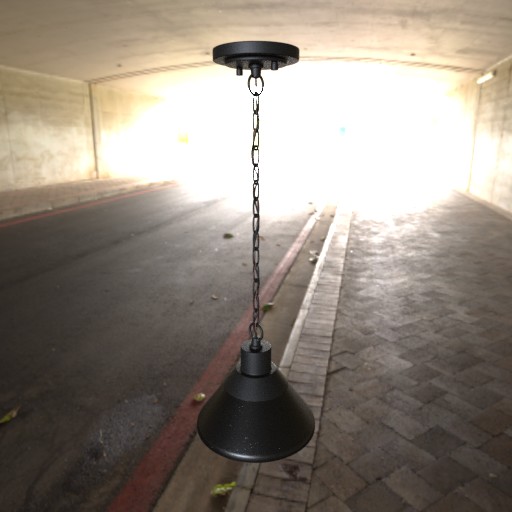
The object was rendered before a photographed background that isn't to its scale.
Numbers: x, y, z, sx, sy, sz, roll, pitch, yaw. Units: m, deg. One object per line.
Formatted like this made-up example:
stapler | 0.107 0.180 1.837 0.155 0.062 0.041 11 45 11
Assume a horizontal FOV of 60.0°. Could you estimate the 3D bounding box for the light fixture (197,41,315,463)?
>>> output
light fixture | 0.000 0.000 0.687 0.201 0.588 0.201 -14 20 -43
